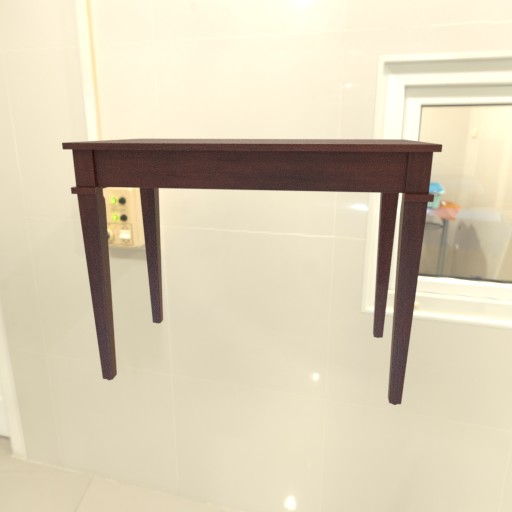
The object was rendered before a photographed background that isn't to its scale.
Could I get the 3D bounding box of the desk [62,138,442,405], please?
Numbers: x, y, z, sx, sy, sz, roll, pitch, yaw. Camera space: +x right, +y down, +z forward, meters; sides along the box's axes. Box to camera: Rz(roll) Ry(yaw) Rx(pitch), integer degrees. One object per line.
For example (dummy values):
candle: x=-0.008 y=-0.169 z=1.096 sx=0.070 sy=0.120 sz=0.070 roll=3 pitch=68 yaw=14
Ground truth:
desk: x=0.000 y=0.000 z=1.515 sx=1.001 sy=0.762 sz=0.549 roll=2 pitch=16 yaw=8
